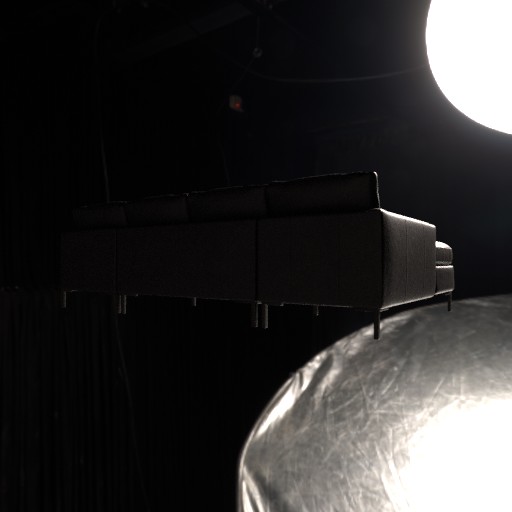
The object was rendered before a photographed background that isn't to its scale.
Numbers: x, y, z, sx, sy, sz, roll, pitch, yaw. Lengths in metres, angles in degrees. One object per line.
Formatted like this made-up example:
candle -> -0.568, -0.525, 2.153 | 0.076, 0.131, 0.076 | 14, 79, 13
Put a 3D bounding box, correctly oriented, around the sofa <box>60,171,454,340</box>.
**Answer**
sofa -> 0.000, 0.000, 3.843 | 2.956, 0.900, 1.939 | -1, -1, 36
